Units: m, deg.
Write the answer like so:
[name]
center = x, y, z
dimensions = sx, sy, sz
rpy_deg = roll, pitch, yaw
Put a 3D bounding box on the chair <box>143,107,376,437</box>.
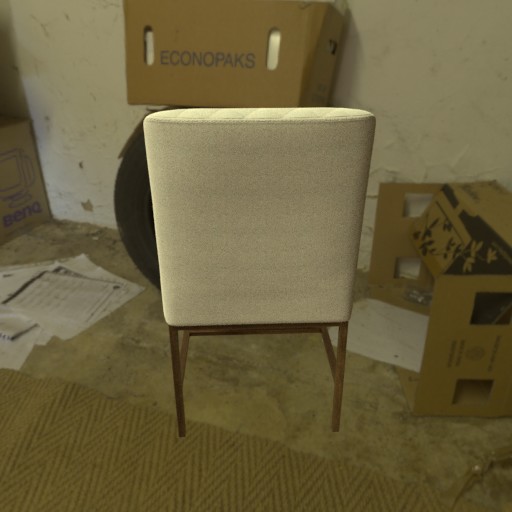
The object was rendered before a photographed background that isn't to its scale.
[chair]
center = 0.000, 0.000, 1.302
dimensions = 0.503, 0.933, 0.597
rpy_deg = -1, 29, -2
